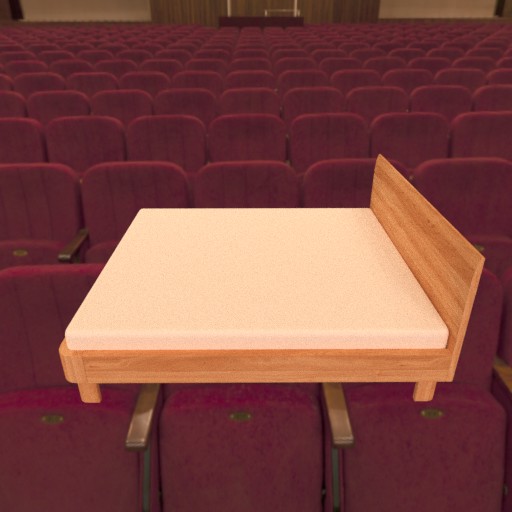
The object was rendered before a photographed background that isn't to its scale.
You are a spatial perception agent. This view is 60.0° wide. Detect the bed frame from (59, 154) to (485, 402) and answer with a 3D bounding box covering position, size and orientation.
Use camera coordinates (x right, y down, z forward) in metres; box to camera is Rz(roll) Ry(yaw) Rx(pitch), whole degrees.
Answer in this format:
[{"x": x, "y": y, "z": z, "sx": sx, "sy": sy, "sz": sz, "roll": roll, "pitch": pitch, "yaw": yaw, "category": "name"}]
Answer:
[{"x": 0.000, "y": 0.000, "z": 3.071, "sx": 2.092, "sy": 0.940, "sz": 1.872, "roll": 0, "pitch": 27, "yaw": 0, "category": "bed frame"}]
